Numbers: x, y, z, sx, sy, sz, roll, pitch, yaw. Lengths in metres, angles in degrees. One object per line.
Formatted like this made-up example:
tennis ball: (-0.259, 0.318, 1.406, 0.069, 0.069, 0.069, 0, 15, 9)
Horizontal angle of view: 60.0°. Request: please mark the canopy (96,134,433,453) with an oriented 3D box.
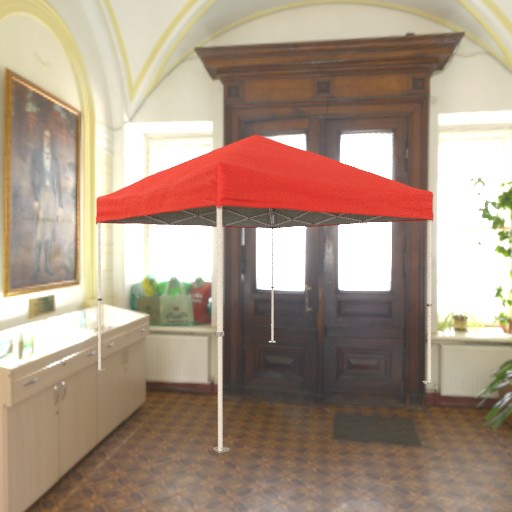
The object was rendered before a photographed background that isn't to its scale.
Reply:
canopy: (0.000, 0.000, 5.495, 2.998, 2.997, 2.996, -1, 1, -37)
